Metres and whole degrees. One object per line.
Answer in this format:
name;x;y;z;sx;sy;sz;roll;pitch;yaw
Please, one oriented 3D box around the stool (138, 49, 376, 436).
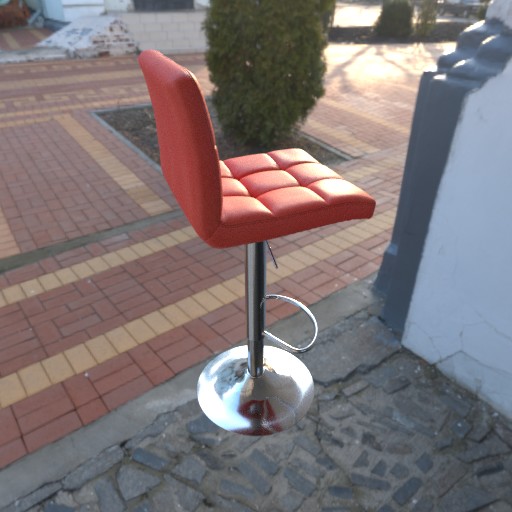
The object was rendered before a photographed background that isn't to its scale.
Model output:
stool;0.000;0.000;1.326;0.505;1.115;0.430;-11;33;-18
